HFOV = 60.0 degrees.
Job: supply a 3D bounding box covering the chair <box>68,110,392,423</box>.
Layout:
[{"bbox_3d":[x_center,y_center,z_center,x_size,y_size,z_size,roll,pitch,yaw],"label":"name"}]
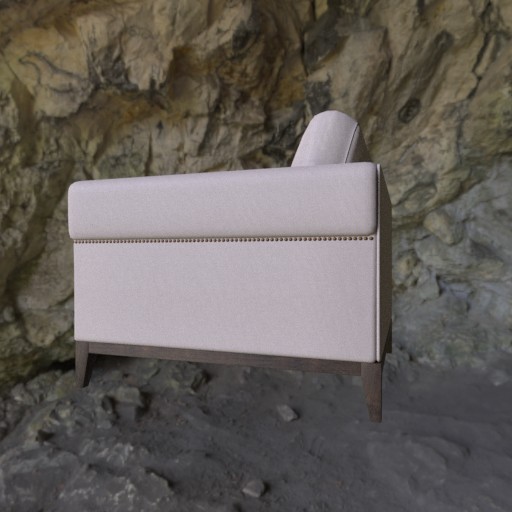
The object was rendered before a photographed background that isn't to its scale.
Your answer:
[{"bbox_3d":[0.000,0.000,1.676,0.959,0.838,0.914,0,0,19],"label":"chair"}]
